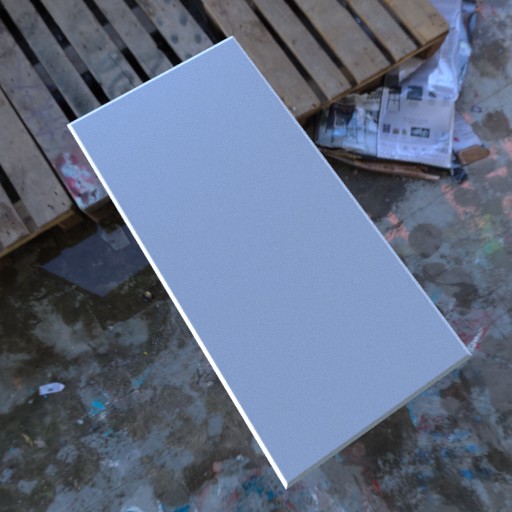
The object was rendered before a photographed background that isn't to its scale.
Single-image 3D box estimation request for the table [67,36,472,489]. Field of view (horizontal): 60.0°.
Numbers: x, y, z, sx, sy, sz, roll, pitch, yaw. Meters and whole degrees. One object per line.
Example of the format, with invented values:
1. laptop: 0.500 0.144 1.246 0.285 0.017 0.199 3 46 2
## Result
1. table: 0.000 0.000 1.406 0.551 0.506 1.109 -32 78 -8
